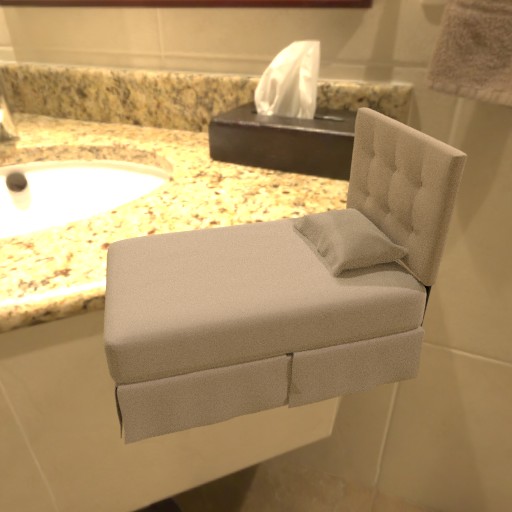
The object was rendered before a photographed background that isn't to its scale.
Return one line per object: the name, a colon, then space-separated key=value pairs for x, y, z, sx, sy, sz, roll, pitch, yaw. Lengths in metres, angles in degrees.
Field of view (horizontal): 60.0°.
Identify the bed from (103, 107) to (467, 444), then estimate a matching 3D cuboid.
bed: x=0.000 y=0.000 z=2.925 sx=1.997 sy=1.571 sz=1.261 roll=-8 pitch=32 yaw=-13
